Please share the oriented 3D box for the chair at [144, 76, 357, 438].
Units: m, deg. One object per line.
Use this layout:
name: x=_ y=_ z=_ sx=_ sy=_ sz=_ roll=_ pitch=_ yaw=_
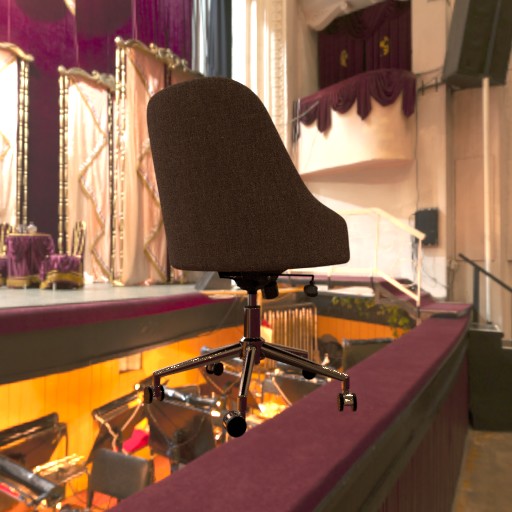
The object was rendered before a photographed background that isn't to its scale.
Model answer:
chair: x=0.000 y=0.000 z=1.485 sx=0.671 sy=0.950 sz=0.712 roll=0 pitch=-1 yaw=36
